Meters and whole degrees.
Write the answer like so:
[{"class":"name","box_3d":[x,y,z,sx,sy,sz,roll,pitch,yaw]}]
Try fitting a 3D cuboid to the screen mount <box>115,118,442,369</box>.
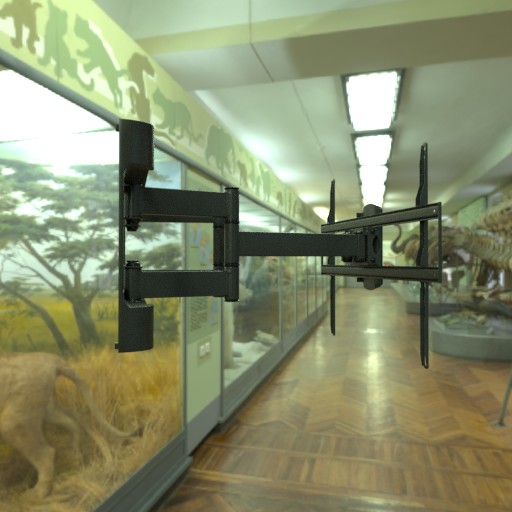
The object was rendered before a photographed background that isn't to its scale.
[{"class":"screen mount","box_3d":[0.000,0.000,0.939,0.556,0.424,0.571,0,-1,-16]}]
